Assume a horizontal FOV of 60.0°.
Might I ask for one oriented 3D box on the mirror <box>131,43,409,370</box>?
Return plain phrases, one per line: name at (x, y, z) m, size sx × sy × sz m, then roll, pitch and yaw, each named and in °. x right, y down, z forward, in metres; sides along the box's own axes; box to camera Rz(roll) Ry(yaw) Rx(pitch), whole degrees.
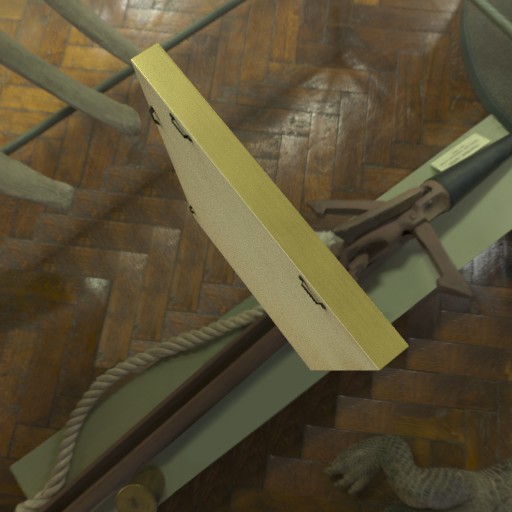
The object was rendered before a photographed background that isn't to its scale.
mirror at (0.000, 0.000, 0.683) m, size 0.041 × 0.508 × 0.405 m, roll -36°, pitch 78°, yaw -9°
